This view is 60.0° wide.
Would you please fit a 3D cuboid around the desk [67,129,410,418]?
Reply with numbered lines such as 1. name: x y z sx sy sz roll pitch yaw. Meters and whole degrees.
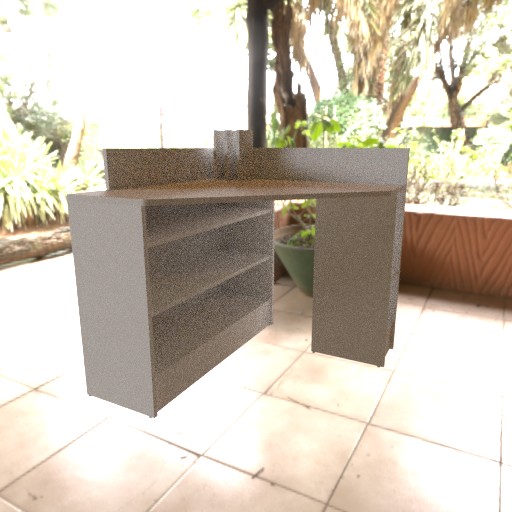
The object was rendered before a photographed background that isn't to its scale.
1. desk: 0.000 0.000 1.739 0.940 0.986 0.940 7 16 27
